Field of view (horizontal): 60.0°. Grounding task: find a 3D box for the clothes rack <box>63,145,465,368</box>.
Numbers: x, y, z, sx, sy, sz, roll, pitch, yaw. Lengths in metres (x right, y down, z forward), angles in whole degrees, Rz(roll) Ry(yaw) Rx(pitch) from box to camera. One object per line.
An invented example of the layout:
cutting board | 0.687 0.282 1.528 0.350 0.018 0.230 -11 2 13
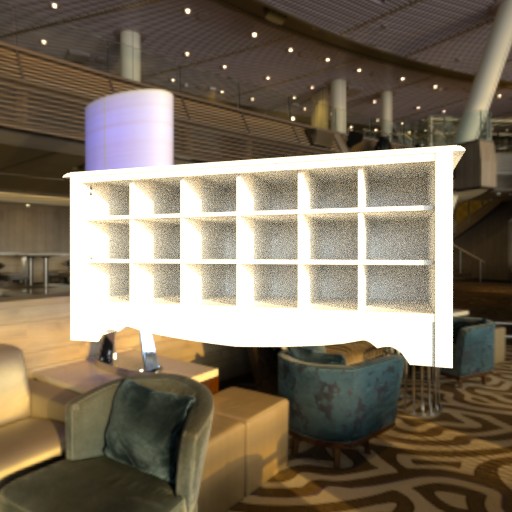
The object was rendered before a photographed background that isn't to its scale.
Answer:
clothes rack | 0.000 0.000 1.474 1.218 0.558 0.405 0 0 18
